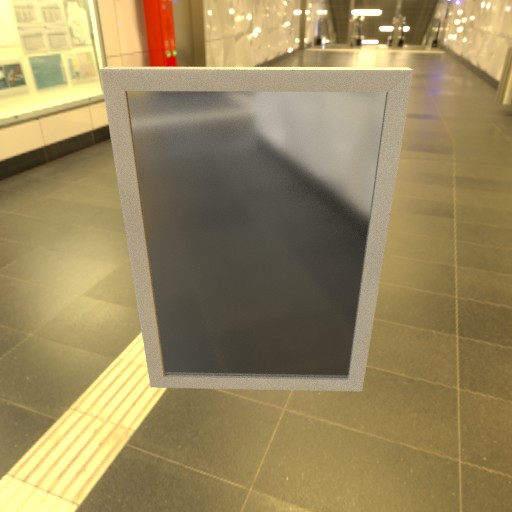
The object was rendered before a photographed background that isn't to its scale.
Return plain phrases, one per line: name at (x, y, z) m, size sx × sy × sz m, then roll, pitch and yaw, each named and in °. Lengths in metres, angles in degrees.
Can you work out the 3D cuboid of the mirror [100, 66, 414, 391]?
mirror at (0.000, 0.000, 0.905) m, size 0.507 × 0.710 × 0.040 m, roll 1°, pitch 29°, yaw 1°
